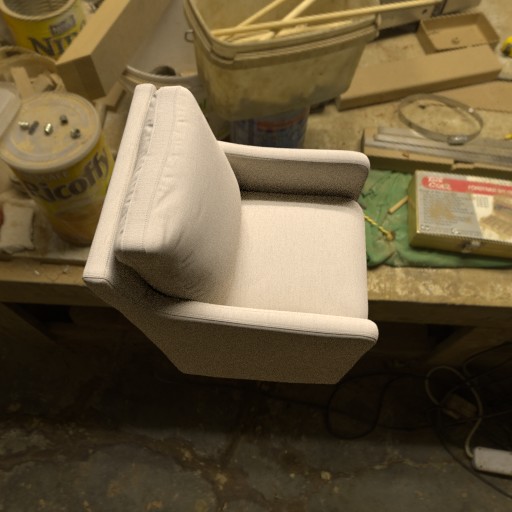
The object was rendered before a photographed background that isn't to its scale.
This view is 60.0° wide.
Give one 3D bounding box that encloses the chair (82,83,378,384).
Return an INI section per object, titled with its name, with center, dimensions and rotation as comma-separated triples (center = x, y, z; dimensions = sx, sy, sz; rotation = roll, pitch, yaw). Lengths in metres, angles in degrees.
[chair]
center = 0.000, 0.000, 1.394
dimensions = 0.694, 0.914, 0.626
rotation = 4, 63, 2
